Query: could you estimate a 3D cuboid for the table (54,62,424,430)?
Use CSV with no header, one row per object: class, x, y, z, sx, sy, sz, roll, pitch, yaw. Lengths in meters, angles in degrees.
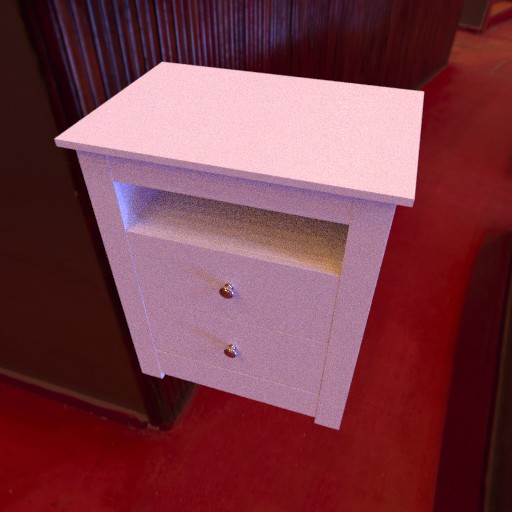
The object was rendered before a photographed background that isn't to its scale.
table,0.000,0.000,1.062,0.589,0.711,0.406,12,43,13
